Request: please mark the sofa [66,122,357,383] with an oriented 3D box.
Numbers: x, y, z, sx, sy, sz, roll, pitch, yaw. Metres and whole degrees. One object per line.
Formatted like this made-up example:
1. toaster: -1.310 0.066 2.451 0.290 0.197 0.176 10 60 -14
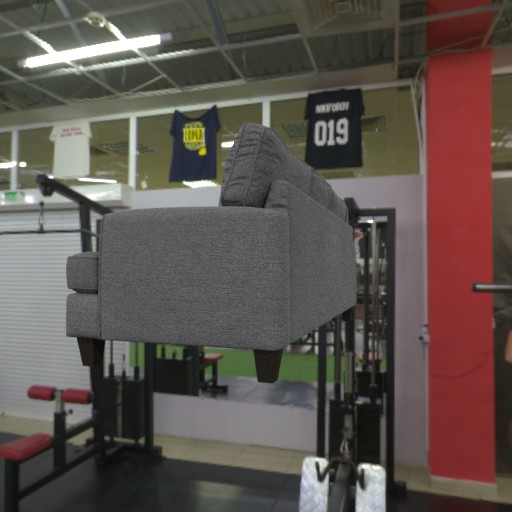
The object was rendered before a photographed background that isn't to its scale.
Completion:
1. sofa: 0.000 0.000 2.675 0.951 0.965 2.158 -1 -2 20
